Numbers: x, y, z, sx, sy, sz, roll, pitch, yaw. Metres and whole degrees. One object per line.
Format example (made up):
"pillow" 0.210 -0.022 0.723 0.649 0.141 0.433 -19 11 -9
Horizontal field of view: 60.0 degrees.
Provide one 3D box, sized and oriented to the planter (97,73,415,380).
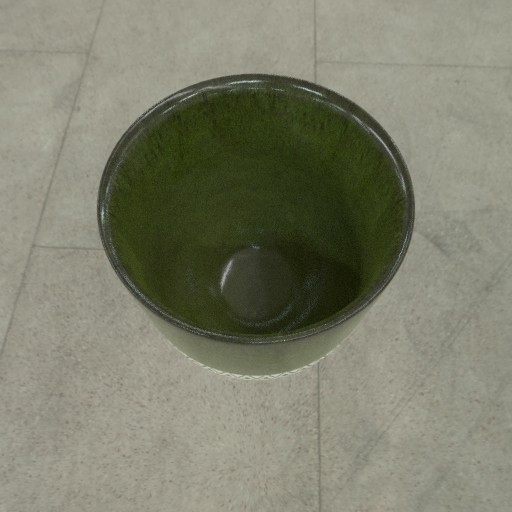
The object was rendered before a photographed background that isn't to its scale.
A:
"planter" 0.000 0.000 0.494 0.266 0.270 0.266 0 65 0
